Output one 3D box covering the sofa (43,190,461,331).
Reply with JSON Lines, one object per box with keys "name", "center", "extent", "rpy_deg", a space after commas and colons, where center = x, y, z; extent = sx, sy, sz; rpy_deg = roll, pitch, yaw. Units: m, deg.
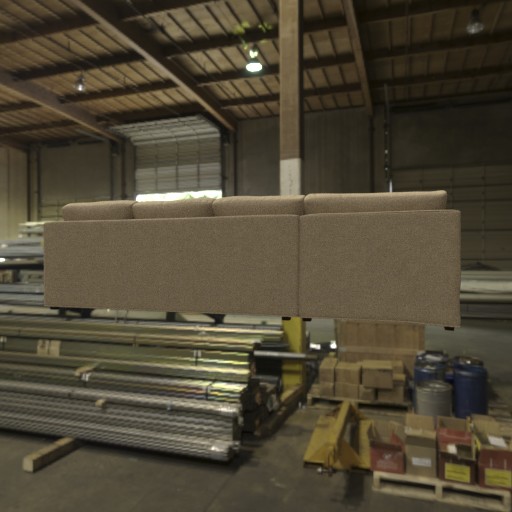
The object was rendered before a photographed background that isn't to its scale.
{"name": "sofa", "center": [0.000, 0.000, 3.954], "extent": [3.198, 0.920, 1.638], "rpy_deg": [0, 0, 18]}
